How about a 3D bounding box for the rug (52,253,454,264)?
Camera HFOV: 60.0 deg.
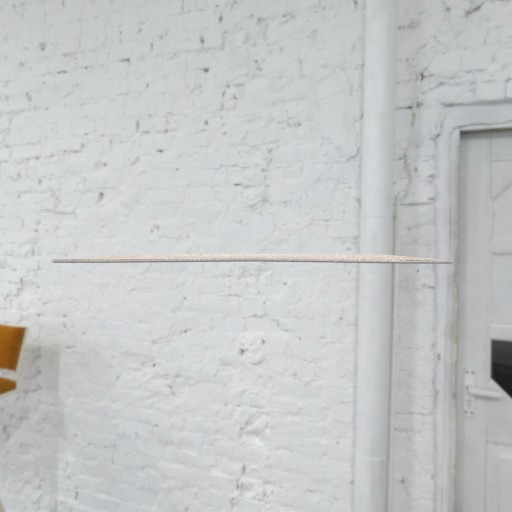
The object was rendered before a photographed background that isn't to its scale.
[{"bbox_3d":[0.000,0.000,2.930,1.609,0.030,2.342,0,1,1],"label":"rug"}]
